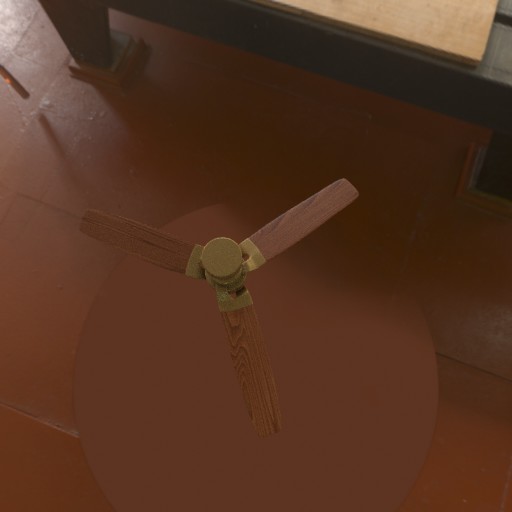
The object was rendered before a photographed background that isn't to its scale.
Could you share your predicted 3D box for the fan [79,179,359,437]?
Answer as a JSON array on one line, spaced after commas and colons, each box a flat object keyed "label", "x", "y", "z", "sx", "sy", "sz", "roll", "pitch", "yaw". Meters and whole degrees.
[{"label": "fan", "x": 0.000, "y": 0.000, "z": 2.102, "sx": 1.271, "sy": 0.425, "sz": 1.416, "roll": -34, "pitch": 78, "yaw": -8}]
